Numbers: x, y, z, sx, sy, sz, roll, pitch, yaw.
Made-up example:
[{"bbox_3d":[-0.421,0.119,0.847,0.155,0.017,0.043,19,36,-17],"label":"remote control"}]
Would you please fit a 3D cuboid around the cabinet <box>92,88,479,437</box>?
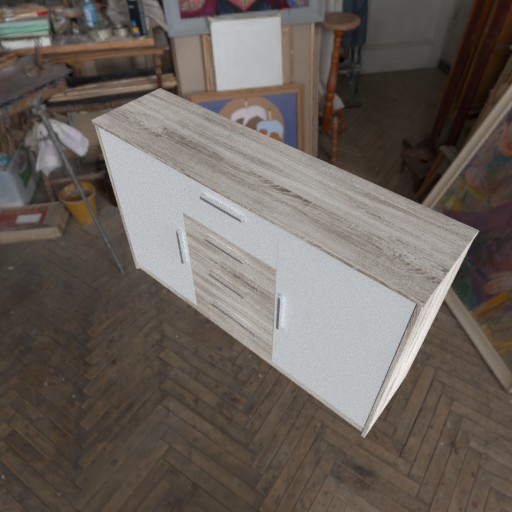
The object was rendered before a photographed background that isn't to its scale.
[{"bbox_3d":[0.000,0.000,1.892,1.450,0.900,0.380,31,54,27],"label":"cabinet"}]
